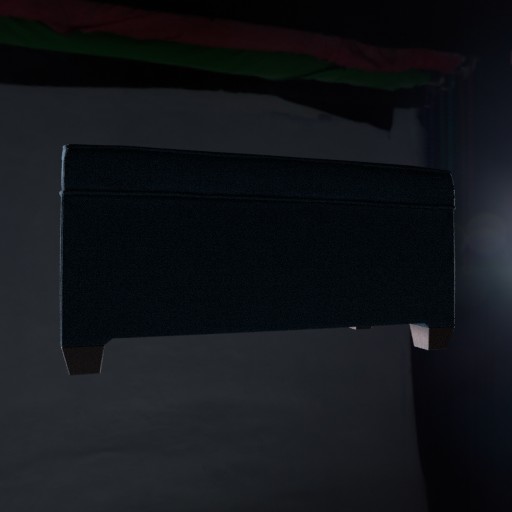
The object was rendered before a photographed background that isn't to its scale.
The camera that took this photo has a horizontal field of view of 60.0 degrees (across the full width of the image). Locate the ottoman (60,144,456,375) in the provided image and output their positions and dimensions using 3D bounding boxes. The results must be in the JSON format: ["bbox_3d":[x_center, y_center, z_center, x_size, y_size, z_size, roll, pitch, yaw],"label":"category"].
[{"bbox_3d":[0.000,0.000,1.193,0.943,0.474,0.474,0,-1,-17],"label":"ottoman"}]
